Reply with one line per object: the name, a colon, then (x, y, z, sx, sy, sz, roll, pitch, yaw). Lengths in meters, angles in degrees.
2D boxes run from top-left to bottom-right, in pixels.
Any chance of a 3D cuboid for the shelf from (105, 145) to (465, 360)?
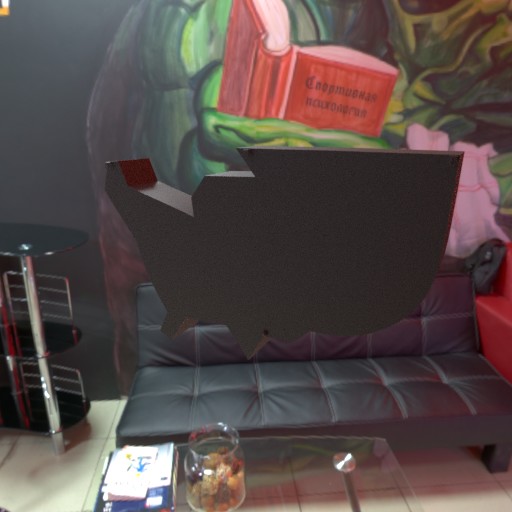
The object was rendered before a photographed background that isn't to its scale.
shelf: (0.000, 0.000, 0.918, 0.729, 0.439, 0.112, 8, 19, 26)
